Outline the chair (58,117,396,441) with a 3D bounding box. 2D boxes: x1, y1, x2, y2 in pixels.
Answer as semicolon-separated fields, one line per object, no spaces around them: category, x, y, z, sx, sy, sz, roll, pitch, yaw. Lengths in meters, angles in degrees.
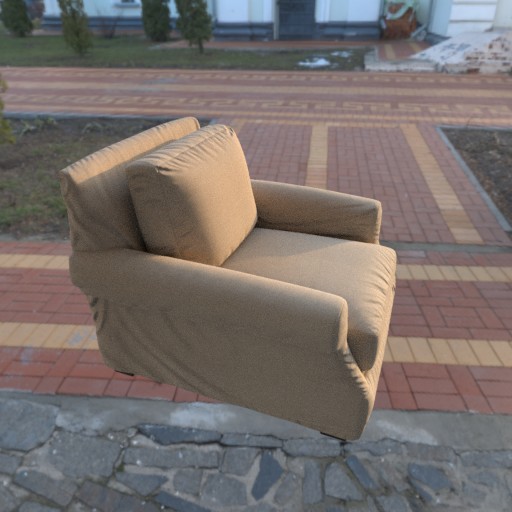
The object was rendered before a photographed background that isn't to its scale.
chair;0.000;0.000;1.727;1.066;0.866;0.940;11;31;18
